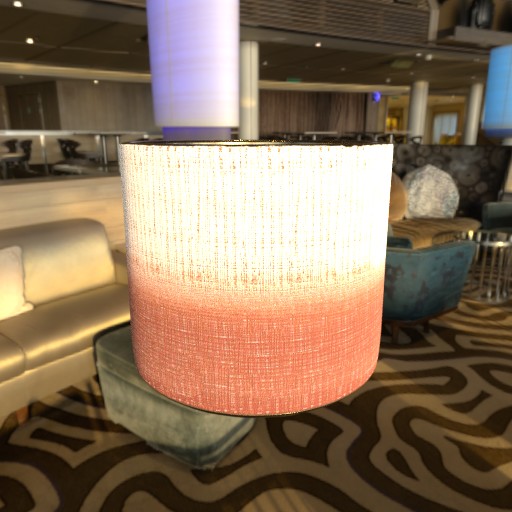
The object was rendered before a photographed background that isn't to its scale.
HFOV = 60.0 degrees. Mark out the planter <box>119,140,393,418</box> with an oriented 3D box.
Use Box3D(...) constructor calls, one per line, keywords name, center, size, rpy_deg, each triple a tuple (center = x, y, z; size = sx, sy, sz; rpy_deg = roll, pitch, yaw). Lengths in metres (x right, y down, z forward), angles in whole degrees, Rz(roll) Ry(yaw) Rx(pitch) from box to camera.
Box3D(name="planter", center=(0.000, 0.000, 0.315), size=(0.178, 0.157, 0.178), rpy_deg=(0, 15, 0))
